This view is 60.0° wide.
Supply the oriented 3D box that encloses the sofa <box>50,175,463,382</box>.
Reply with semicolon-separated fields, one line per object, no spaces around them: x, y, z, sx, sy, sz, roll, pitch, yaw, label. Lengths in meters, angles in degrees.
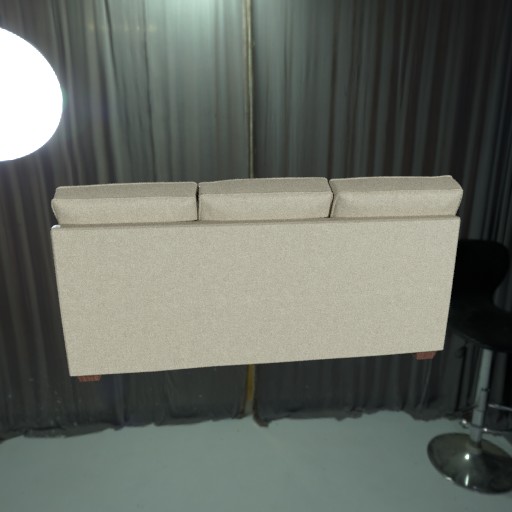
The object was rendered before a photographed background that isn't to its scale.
0.000;0.000;2.598;1.962;0.973;1.027;-2;15;-8;sofa
